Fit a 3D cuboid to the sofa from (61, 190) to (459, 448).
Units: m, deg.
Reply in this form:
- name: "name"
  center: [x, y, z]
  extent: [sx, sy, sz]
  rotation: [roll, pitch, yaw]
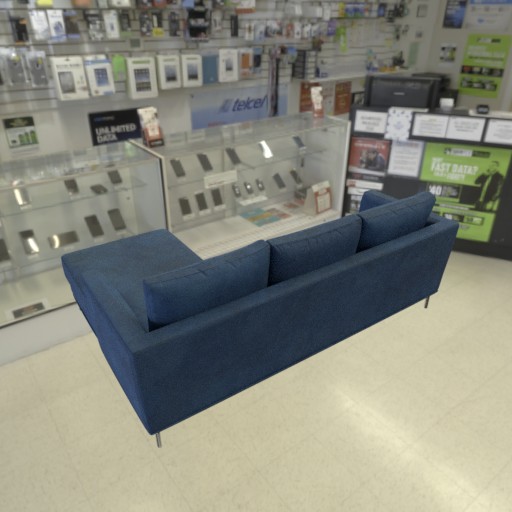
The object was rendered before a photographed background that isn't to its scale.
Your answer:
- name: "sofa"
  center: [0.000, 0.000, 3.264]
  extent: [2.438, 0.987, 1.622]
  rotation: [-18, 34, -30]
